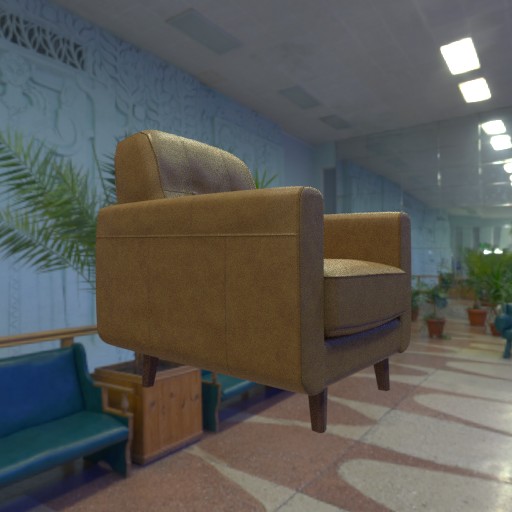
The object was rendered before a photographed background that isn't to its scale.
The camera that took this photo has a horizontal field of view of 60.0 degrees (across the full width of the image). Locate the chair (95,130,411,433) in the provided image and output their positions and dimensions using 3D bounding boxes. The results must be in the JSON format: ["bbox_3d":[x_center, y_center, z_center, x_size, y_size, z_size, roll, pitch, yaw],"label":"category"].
[{"bbox_3d":[0.000,0.000,1.654,0.942,0.968,0.845,-1,-1,37],"label":"chair"}]
